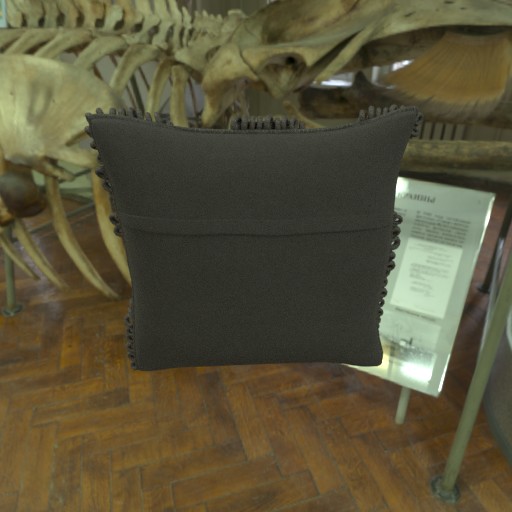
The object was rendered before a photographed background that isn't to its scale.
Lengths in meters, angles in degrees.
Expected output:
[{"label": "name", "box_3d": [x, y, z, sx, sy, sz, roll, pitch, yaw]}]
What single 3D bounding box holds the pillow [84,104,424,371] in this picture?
[{"label": "pillow", "box_3d": [0.000, 0.000, 0.716, 0.470, 0.467, 0.172, -1, 29, -2]}]
